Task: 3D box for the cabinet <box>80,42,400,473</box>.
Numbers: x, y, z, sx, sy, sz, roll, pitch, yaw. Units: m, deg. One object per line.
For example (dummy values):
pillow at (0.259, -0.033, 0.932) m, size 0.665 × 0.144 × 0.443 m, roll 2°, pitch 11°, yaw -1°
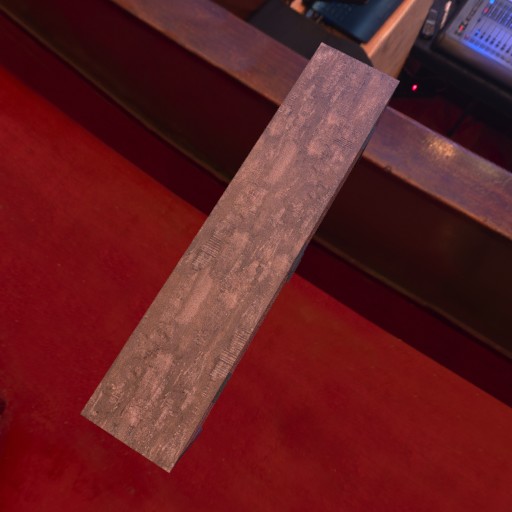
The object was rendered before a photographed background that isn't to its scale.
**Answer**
cabinet at (0.000, 0.000, 2.114) m, size 0.395 × 0.762 × 1.800 m, roll 30°, pitch 78°, yaw 7°
